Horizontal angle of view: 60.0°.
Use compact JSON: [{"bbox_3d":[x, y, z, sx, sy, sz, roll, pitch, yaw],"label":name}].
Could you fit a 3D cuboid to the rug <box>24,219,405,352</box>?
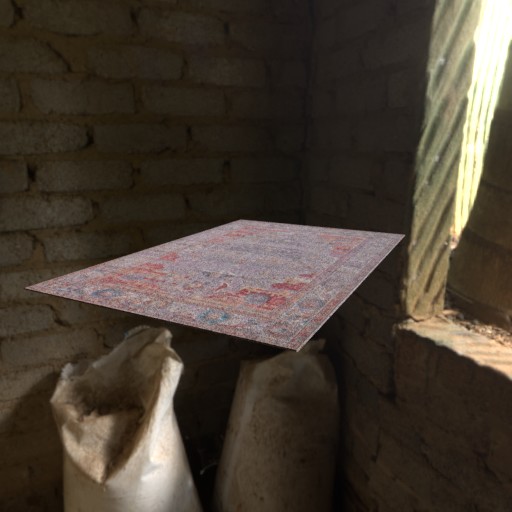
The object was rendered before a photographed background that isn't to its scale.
[{"bbox_3d":[0.000,0.000,2.343,1.219,0.005,1.829,8,16,26],"label":"rug"}]
